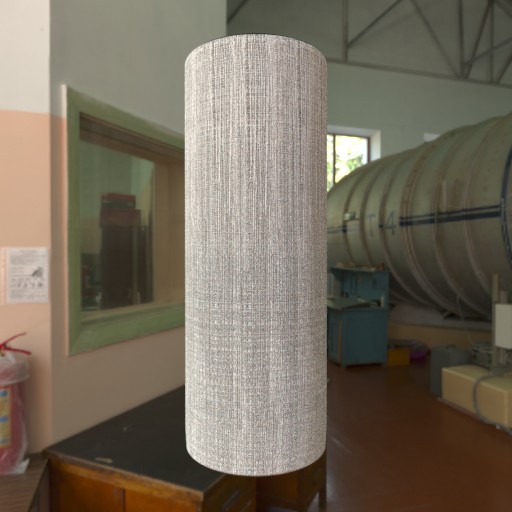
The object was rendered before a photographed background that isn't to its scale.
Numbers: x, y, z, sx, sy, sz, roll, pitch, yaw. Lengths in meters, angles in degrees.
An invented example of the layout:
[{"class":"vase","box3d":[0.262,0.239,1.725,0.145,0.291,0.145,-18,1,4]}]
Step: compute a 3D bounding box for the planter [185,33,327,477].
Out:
[{"class":"planter","box3d":[0.000,0.000,0.317,0.100,0.270,0.100,0,1,17]}]
